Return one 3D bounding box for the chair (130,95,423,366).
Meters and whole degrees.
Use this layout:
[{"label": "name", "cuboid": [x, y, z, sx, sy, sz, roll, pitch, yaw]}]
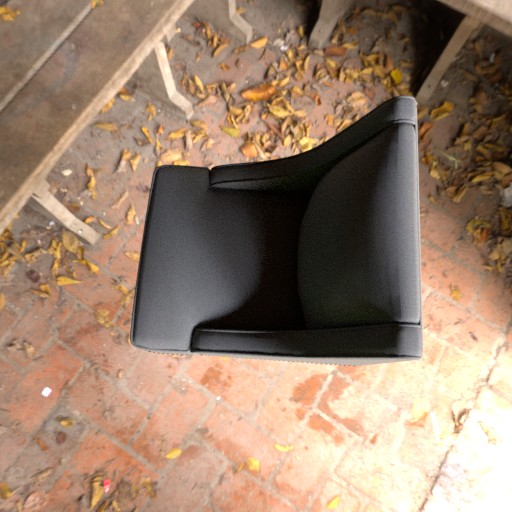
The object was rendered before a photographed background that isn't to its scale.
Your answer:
[{"label": "chair", "cuboid": [0.000, 0.000, 1.398, 0.747, 0.867, 0.631, 4, 75, 1]}]
